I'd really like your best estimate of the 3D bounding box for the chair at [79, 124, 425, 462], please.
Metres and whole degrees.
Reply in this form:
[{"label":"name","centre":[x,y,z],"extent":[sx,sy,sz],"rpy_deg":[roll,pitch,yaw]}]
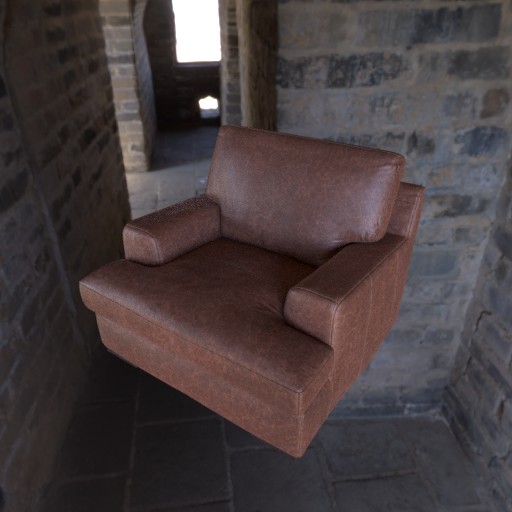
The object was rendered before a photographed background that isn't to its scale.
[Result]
[{"label":"chair","centre":[0.000,0.000,2.032],"extent":[1.168,0.939,1.143],"rpy_deg":[19,35,30]}]
